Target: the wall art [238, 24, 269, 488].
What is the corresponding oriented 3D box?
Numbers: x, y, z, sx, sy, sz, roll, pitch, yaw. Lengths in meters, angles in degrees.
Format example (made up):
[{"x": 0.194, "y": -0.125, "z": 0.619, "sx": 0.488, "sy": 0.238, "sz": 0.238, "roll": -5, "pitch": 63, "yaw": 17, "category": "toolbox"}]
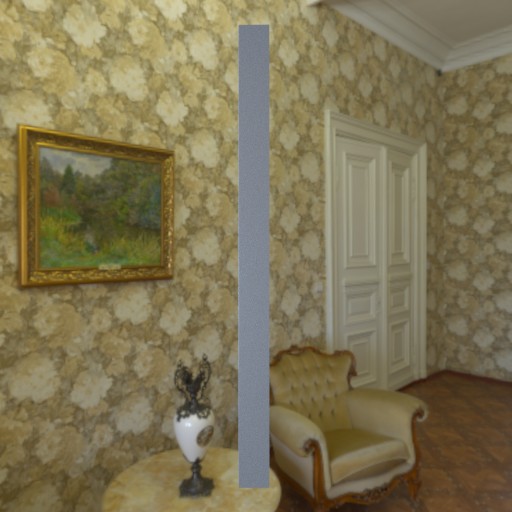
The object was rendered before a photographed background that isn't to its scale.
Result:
[{"x": 0.000, "y": 0.000, "z": 0.756, "sx": 0.037, "sy": 0.554, "sz": 0.453, "roll": 0, "pitch": 0, "yaw": 1, "category": "wall art"}]
